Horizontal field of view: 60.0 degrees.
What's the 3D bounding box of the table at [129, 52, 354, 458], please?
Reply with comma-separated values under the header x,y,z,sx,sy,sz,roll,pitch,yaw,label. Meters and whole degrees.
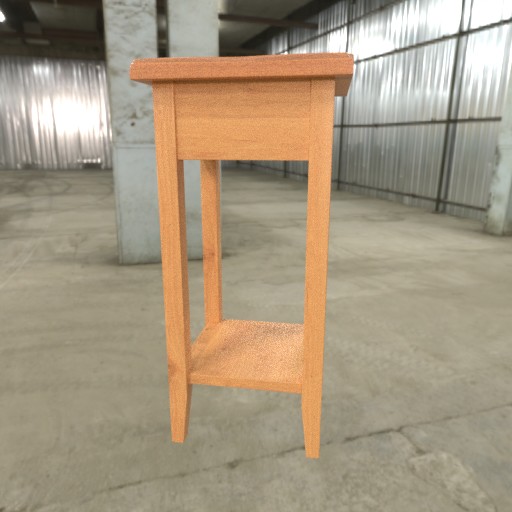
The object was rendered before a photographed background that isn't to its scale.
x,y,z,sx,sy,sz,roll,pitch,yaw,label
0.000,0.000,0.956,0.360,0.740,0.360,2,15,9,table
